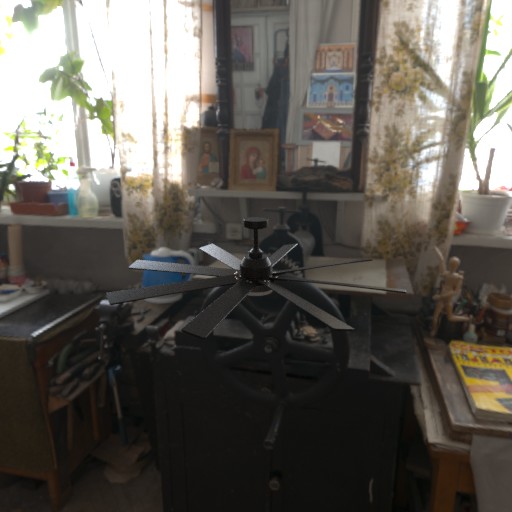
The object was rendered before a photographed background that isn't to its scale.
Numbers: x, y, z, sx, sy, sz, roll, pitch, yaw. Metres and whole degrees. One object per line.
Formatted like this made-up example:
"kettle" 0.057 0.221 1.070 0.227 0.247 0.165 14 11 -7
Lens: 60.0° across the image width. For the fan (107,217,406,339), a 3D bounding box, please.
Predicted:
"fan" 0.000 0.000 2.811 1.830 0.472 1.830 -7 17 -26
